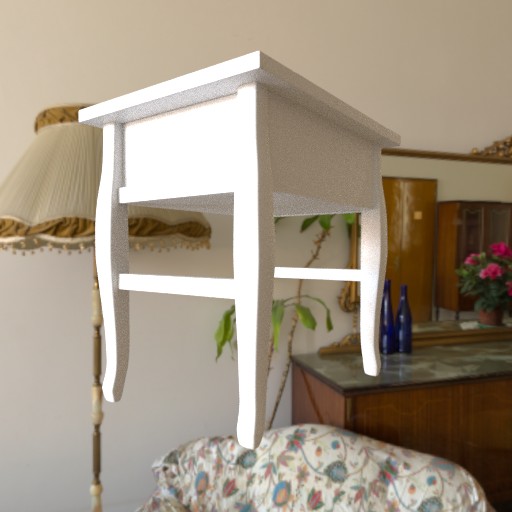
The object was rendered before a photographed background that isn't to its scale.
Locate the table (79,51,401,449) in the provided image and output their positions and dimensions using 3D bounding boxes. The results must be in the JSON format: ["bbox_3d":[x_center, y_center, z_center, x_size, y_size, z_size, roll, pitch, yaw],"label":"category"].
[{"bbox_3d":[0.000,0.000,1.015,0.463,0.605,0.599,1,1,37],"label":"table"}]
